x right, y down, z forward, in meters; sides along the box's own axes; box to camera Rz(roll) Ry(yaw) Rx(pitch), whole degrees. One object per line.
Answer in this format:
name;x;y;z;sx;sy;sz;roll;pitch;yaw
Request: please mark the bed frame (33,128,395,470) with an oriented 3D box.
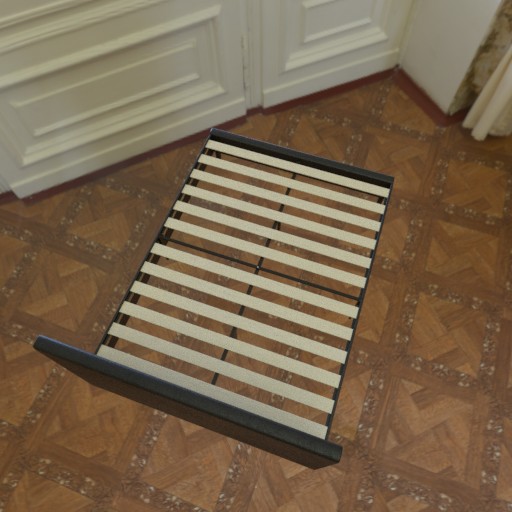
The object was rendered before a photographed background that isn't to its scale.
bed frame;0.000;0.000;3.155;1.634;1.127;2.318;17;64;9
